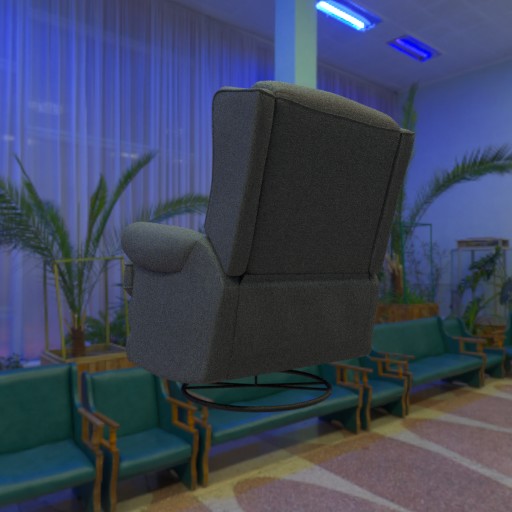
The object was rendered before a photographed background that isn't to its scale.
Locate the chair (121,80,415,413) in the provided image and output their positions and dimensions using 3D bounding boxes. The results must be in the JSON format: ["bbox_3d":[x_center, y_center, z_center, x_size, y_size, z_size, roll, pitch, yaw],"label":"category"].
[{"bbox_3d":[0.000,0.000,1.706,0.847,1.011,0.969,1,-2,-35],"label":"chair"}]
